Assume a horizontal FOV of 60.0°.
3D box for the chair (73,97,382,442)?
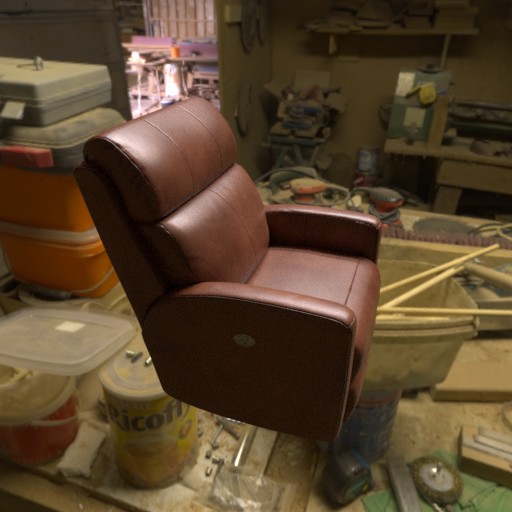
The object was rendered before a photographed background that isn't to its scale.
[{"bbox_3d":[0.000,0.000,1.686,0.939,1.016,0.787,10,31,17],"label":"chair"}]
